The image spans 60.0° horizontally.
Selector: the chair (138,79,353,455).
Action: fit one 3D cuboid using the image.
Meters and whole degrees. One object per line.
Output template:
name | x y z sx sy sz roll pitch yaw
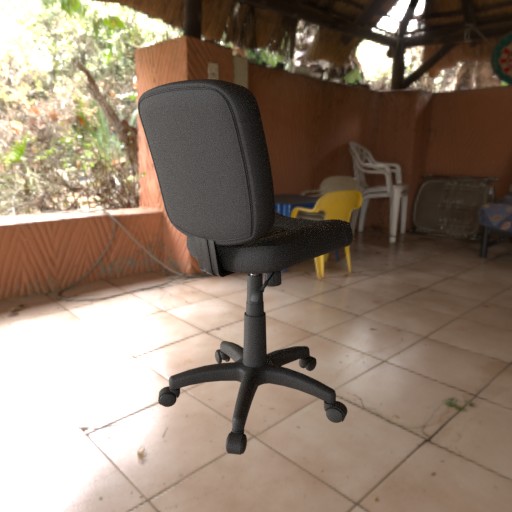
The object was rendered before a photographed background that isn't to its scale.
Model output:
chair | 0.000 0.000 1.391 0.610 0.972 0.610 -13 18 -43
